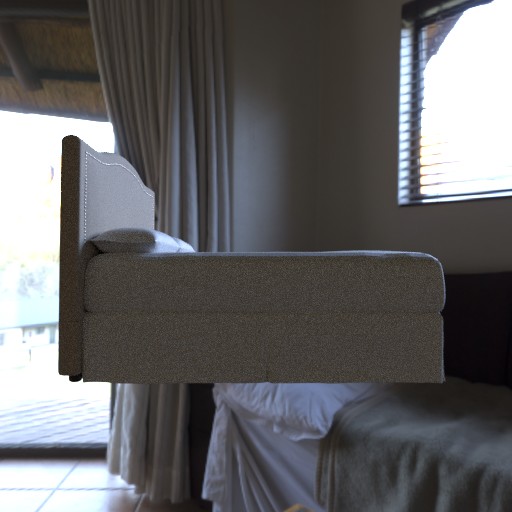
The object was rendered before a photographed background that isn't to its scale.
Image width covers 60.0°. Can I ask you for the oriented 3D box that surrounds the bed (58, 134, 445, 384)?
[{"bbox_3d":[0.000,0.000,3.118,2.052,1.398,1.678,0,-2,0],"label":"bed"}]
